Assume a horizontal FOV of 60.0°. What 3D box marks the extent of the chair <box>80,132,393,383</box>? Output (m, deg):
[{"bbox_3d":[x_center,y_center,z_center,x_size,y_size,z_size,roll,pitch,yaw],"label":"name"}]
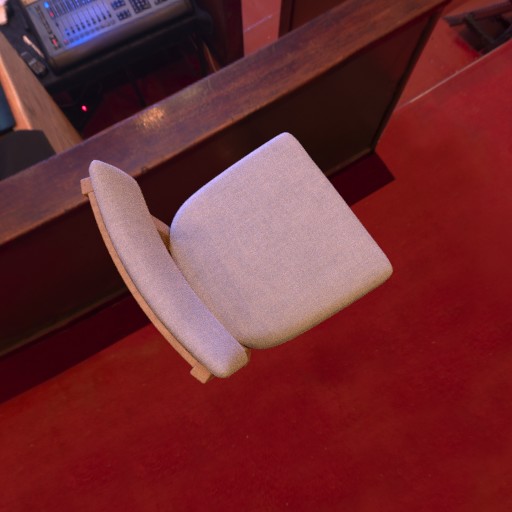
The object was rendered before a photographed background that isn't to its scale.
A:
[{"bbox_3d":[0.000,0.000,1.224,0.572,0.832,0.508,-33,77,-8],"label":"chair"}]
